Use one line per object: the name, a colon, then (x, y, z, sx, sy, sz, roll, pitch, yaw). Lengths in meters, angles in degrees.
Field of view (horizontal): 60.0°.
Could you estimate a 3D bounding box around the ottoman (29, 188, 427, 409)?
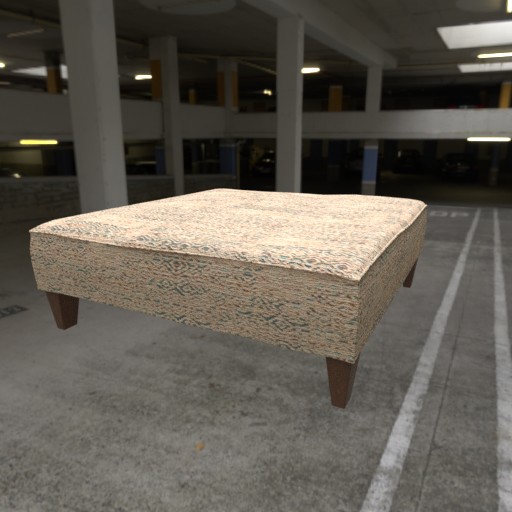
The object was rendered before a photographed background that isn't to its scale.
ottoman: (0.000, 0.000, 1.513, 0.968, 0.356, 1.004, 8, 17, 26)
